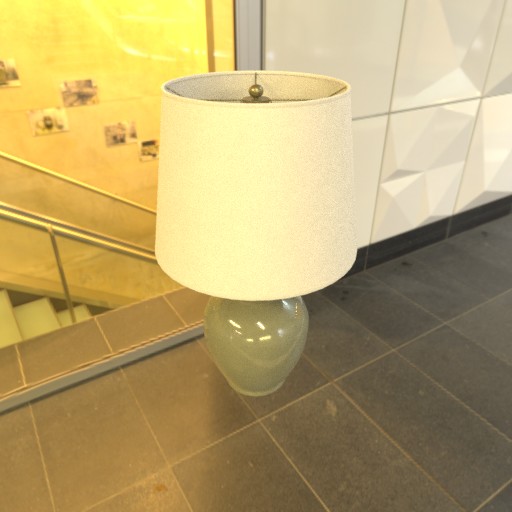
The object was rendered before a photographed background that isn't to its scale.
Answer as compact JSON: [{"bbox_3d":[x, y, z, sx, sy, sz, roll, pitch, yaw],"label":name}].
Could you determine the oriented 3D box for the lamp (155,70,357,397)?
[{"bbox_3d":[0.000,0.000,0.545,0.239,0.399,0.239,0,30,0],"label":"lamp"}]
